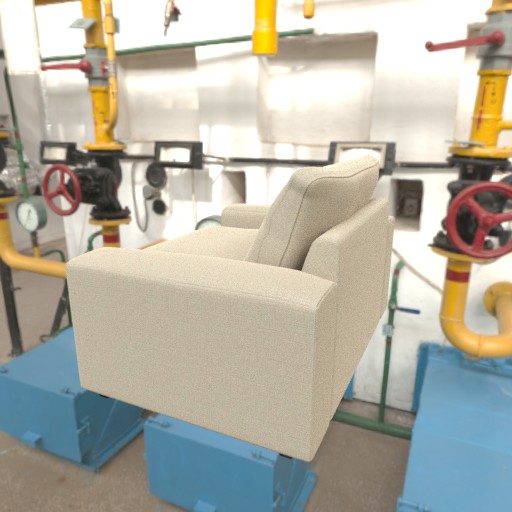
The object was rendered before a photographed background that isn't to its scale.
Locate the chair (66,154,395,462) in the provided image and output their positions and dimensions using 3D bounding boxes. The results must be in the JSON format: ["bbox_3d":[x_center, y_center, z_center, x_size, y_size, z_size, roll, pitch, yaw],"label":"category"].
[{"bbox_3d":[0.000,0.000,2.078,1.039,0.915,1.398,8,18,24],"label":"chair"}]
